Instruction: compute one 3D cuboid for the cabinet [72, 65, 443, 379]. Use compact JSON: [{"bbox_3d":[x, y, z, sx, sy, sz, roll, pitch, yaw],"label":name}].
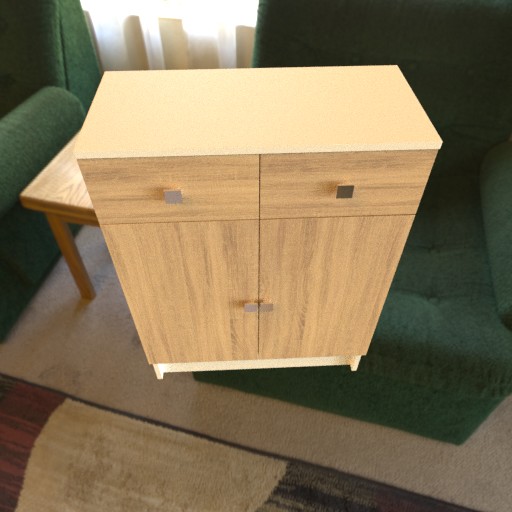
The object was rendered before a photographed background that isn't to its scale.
[{"bbox_3d":[0.000,0.000,1.108,0.600,0.815,0.296,-2,47,-2],"label":"cabinet"}]
